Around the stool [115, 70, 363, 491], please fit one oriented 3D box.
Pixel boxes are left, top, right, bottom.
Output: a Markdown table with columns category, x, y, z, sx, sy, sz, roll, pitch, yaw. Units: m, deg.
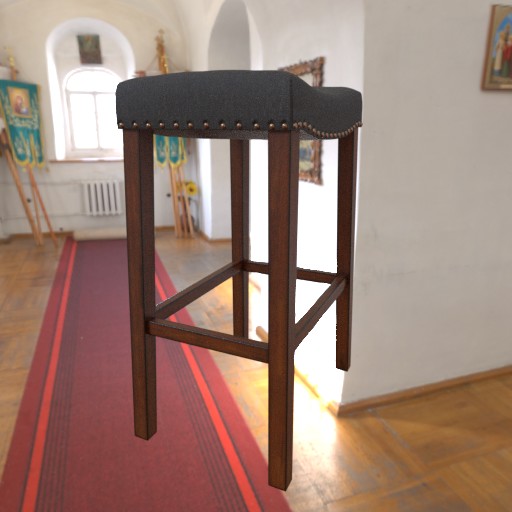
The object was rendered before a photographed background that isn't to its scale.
| category | x | y | z | sx | sy | sz | roll | pitch | yaw |
| --- | --- | --- | --- | --- | --- | --- | --- | --- | --- |
| stool | 0.000 | 0.000 | 1.028 | 0.366 | 0.760 | 0.502 | 8 | 19 | 24 |
